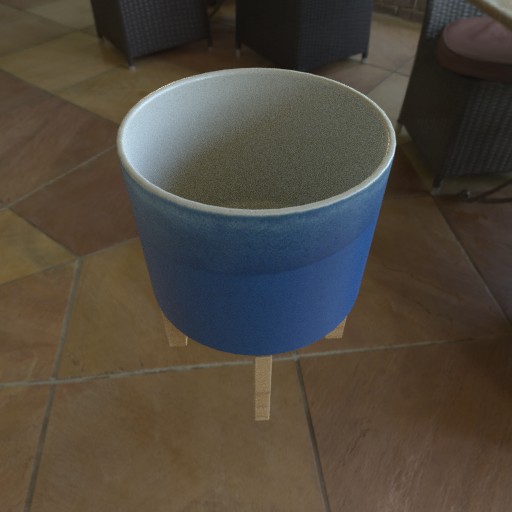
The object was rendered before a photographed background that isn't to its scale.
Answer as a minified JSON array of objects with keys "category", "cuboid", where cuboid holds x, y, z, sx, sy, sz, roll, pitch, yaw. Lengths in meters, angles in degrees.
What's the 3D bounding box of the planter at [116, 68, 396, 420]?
[{"category":"planter","cuboid":[0.000,0.000,0.405,0.192,0.263,0.192,0,46,0]}]
